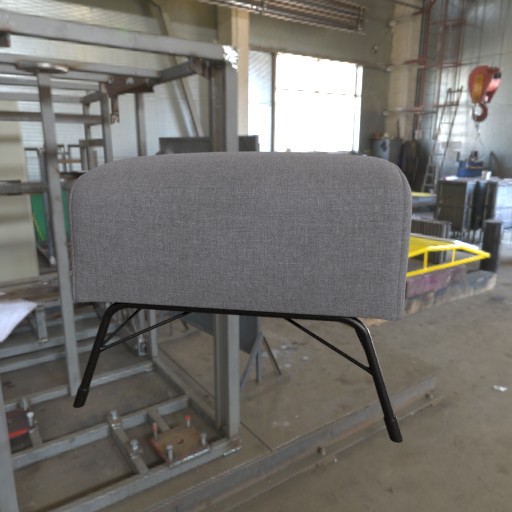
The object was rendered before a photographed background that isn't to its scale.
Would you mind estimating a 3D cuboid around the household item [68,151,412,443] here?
[{"bbox_3d":[0.000,0.000,0.893,0.530,0.410,0.530,2,14,10],"label":"household item"}]
